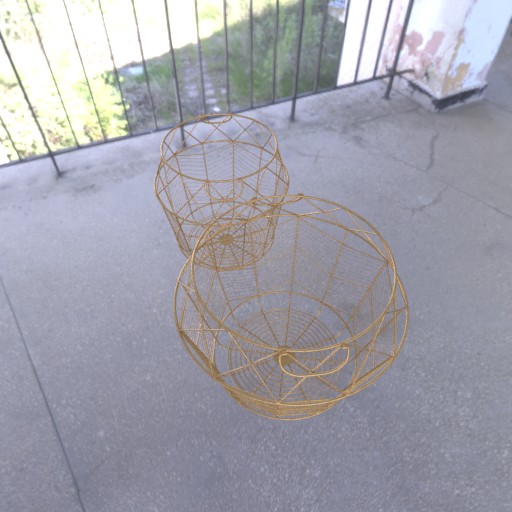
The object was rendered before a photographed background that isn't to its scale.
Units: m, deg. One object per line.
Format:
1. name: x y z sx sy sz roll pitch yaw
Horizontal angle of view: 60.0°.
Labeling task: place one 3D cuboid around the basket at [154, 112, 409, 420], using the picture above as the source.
1. basket: 0.000 0.000 1.028 0.451 0.343 0.805 -17 50 -14
